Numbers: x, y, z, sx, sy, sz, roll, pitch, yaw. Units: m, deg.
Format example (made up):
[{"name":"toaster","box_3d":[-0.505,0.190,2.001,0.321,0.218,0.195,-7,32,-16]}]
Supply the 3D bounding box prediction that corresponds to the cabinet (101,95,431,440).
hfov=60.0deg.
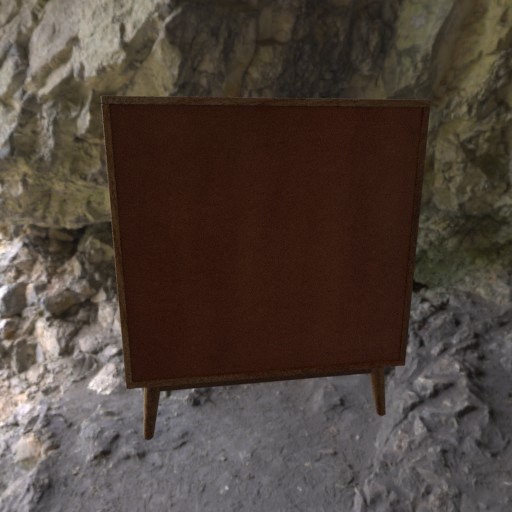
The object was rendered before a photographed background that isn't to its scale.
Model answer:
[{"name":"cabinet","box_3d":[0.000,0.000,1.178,0.647,0.758,0.473,-2,15,-9]}]
